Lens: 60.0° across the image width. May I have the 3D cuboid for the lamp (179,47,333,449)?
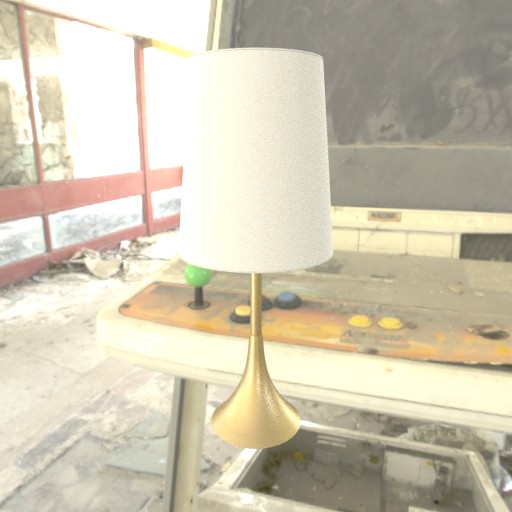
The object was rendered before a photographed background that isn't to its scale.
[{"bbox_3d":[0.000,0.000,0.673,0.231,0.569,0.231,0,15,0],"label":"lamp"}]
